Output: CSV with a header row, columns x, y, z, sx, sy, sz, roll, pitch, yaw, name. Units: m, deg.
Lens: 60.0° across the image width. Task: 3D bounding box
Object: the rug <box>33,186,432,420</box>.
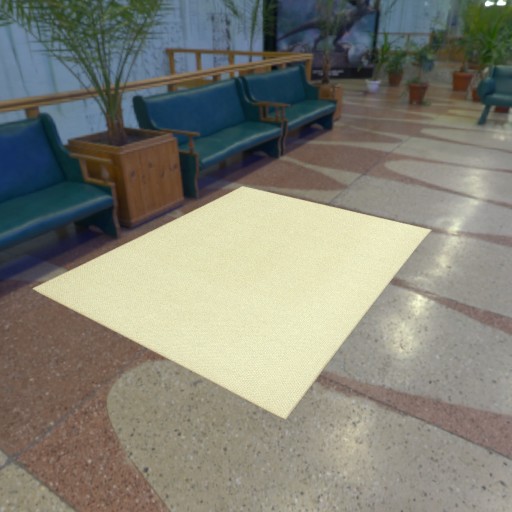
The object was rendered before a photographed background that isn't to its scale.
x,y,z,sx,sy,sz,roll,pitch,yaw,name
0.000,0.000,4.190,2.462,0.018,3.039,18,33,29,rug
